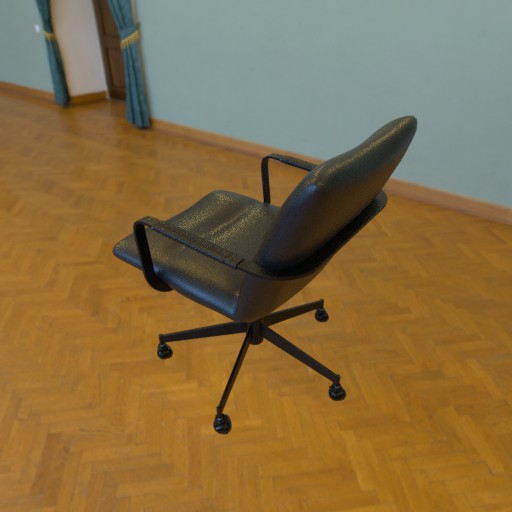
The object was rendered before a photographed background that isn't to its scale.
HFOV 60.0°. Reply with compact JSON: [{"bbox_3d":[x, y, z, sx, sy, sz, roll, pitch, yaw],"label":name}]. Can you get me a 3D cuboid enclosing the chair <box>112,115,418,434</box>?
[{"bbox_3d":[0.000,0.000,1.457,0.748,0.922,0.719,21,38,29],"label":"chair"}]
